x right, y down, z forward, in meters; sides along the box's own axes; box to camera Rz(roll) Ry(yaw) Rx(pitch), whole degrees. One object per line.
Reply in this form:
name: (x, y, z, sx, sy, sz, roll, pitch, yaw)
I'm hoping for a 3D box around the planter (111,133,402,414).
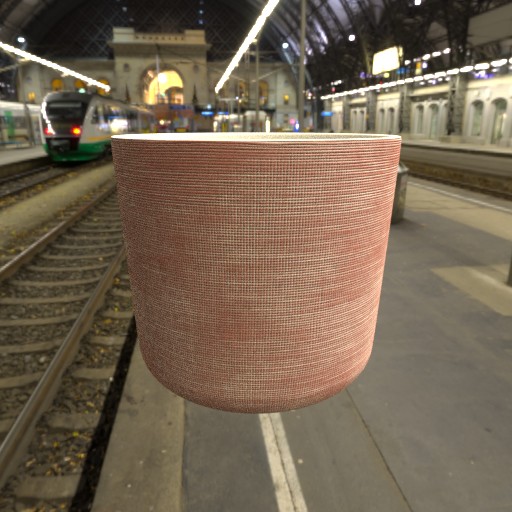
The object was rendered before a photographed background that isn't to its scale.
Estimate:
planter: (0.000, 0.000, 0.758, 0.440, 0.398, 0.440, 0, 17, 0)
